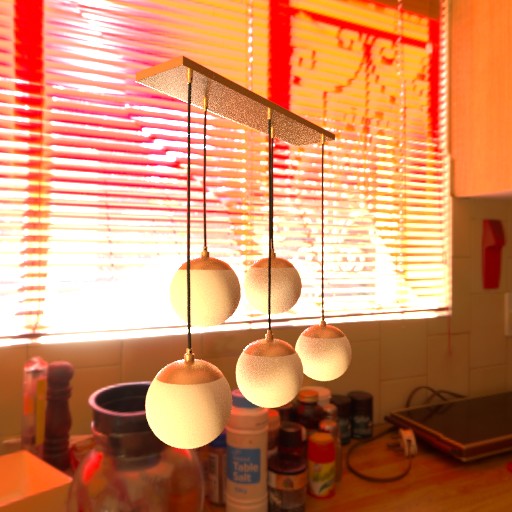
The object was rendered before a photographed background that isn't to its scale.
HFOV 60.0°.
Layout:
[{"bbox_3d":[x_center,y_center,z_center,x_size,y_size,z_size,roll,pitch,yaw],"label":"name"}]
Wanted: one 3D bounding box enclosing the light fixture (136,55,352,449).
[{"bbox_3d":[0.000,0.000,1.320,0.299,0.869,0.863,0,0,36],"label":"light fixture"}]
